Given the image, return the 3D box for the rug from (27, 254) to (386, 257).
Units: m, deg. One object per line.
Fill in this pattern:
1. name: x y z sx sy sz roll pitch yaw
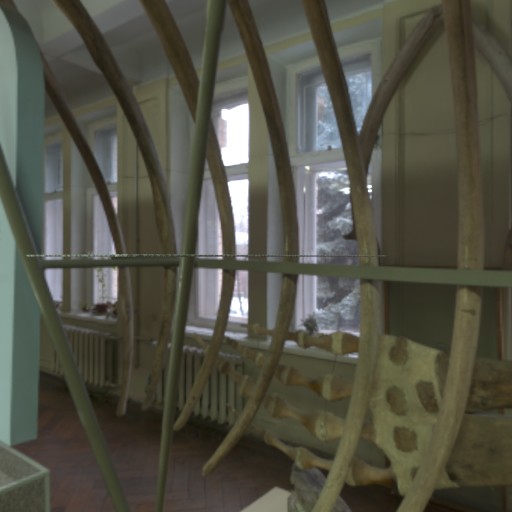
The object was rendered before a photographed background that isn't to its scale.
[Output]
1. rug: 0.000 0.000 2.541 0.686 0.008 2.286 0 0 37
